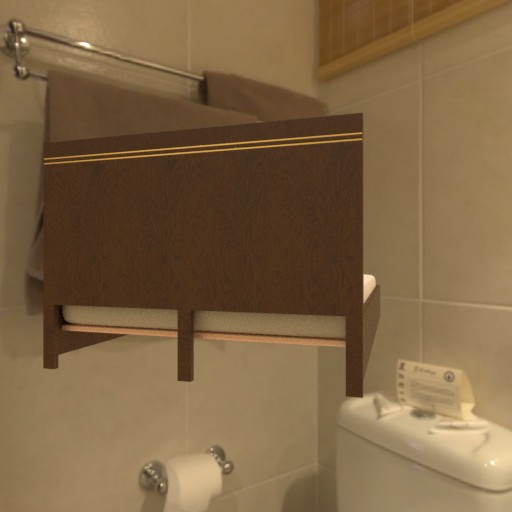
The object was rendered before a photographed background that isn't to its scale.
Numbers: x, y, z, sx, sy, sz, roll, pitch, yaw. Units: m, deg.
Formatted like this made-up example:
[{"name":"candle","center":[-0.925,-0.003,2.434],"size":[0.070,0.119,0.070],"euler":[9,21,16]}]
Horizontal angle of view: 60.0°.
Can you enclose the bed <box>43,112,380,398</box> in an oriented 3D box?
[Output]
[{"name":"bed","center":[0.000,0.000,3.114],"size":[1.613,1.169,2.221],"euler":[0,0,17]}]
